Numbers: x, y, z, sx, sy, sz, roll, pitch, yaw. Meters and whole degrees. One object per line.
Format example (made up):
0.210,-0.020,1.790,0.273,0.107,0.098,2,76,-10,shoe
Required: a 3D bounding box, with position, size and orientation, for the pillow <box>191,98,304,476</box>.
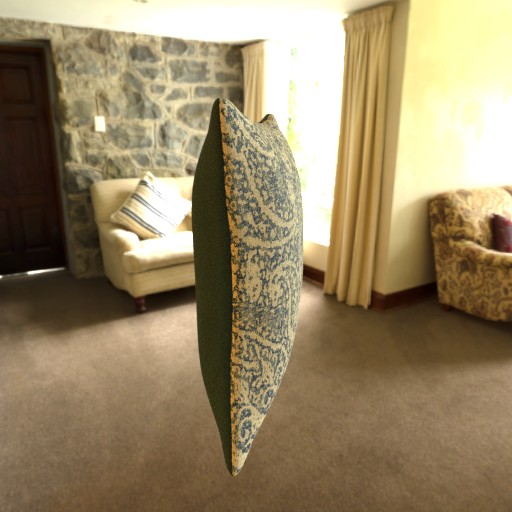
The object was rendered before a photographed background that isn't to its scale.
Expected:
0.000,0.000,0.803,0.166,0.510,0.523,2,16,8,pillow
